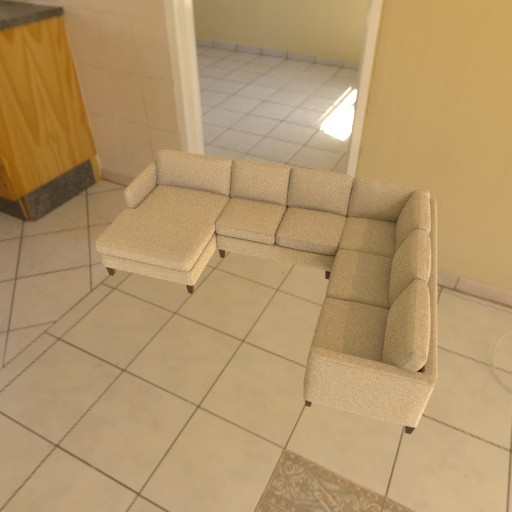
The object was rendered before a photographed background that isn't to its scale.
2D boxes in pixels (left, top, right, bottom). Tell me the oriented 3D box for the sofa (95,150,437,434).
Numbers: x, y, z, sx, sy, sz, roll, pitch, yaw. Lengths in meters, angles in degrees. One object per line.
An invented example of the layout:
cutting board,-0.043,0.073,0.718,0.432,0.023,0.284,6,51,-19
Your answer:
sofa,0.000,0.000,4.571,3.460,0.959,2.593,11,41,13
